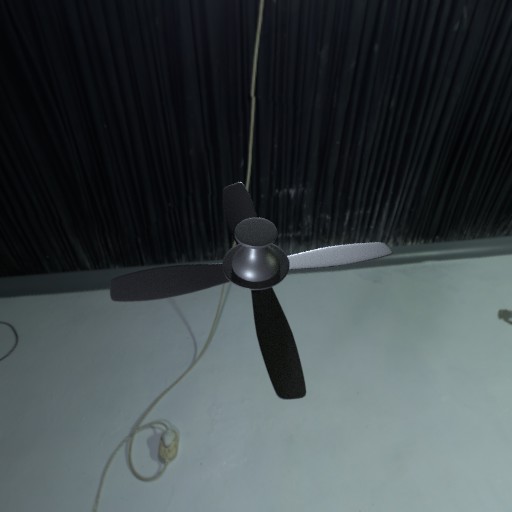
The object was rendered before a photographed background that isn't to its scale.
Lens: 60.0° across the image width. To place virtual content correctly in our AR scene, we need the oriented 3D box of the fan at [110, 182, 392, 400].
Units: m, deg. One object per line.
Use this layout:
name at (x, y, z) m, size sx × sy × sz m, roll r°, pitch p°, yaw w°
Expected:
fan at (0.000, 0.000, 2.564) m, size 1.694 × 0.382 × 1.694 m, roll -8°, pitch 46°, yaw -8°
